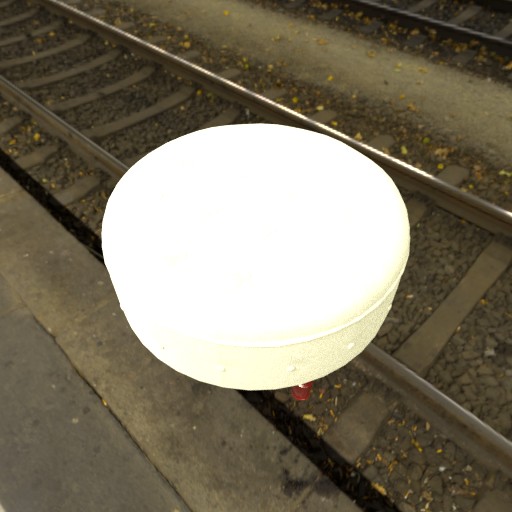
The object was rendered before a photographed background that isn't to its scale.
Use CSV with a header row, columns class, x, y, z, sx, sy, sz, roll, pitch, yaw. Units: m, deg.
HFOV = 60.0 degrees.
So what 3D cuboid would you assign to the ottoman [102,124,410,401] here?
class,x,y,z,sx,sy,sz,roll,pitch,yaw
ottoman,0.000,0.000,1.375,0.850,0.483,0.850,0,47,0
